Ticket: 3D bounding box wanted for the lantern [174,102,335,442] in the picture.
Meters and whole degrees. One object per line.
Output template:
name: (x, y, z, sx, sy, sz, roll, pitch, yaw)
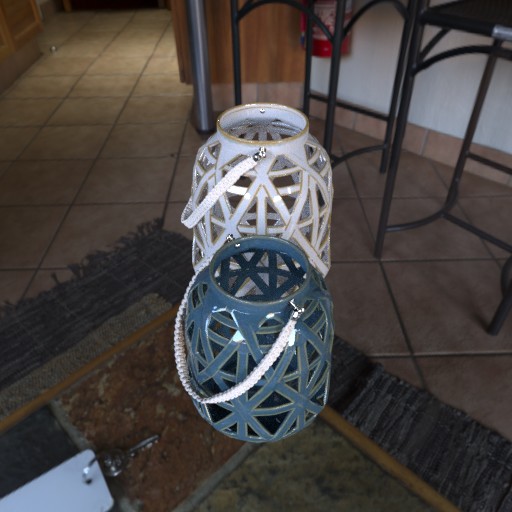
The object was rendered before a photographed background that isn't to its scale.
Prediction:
lantern: (0.000, 0.000, 0.624, 0.245, 0.307, 0.439, 1, 41, 1)
